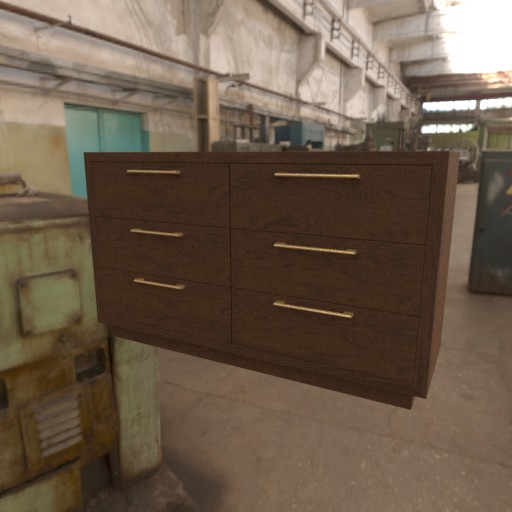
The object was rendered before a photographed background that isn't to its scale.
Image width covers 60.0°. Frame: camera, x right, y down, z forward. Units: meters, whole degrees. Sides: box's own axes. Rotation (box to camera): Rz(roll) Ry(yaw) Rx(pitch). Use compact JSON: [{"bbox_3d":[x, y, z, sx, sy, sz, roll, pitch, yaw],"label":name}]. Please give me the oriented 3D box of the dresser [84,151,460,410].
[{"bbox_3d":[0.000,0.000,1.944,1.523,0.889,0.512,7,14,27],"label":"dresser"}]
